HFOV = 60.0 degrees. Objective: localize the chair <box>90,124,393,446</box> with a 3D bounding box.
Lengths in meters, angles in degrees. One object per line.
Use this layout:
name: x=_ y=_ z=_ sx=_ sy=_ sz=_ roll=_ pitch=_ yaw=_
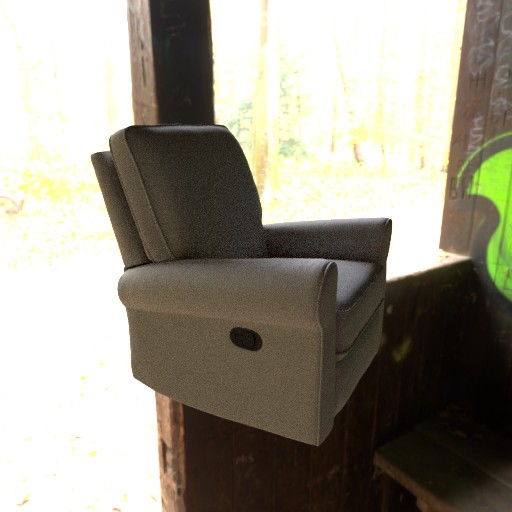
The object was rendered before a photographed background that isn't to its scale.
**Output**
chair: x=0.000 y=0.000 z=1.670 sx=0.878 sy=0.960 sz=0.890 roll=8 pitch=18 yaw=27
